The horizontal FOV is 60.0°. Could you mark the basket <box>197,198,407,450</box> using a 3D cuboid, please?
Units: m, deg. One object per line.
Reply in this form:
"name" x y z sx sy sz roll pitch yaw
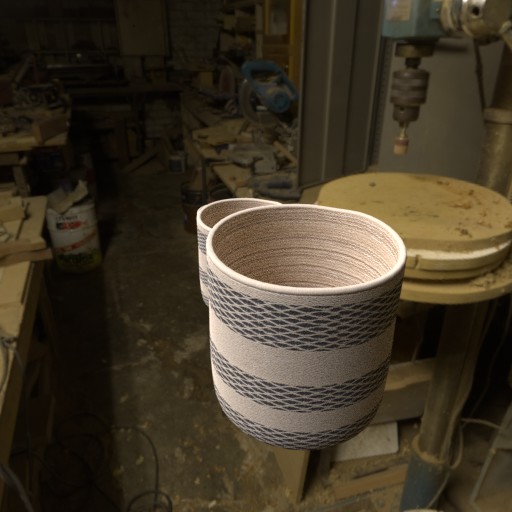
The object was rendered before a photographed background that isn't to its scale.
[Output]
"basket" 0.000 0.000 1.100 0.351 0.356 0.917 -8 28 -16
